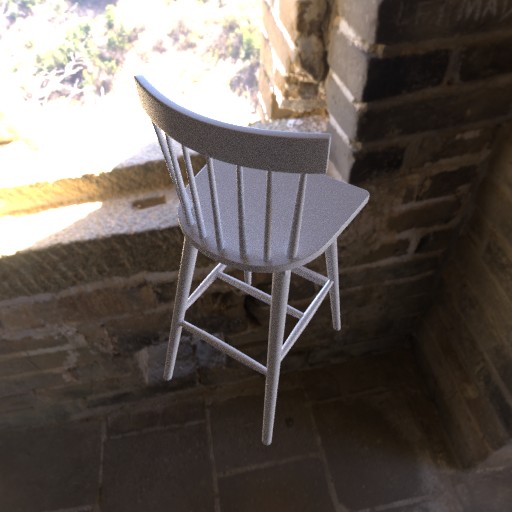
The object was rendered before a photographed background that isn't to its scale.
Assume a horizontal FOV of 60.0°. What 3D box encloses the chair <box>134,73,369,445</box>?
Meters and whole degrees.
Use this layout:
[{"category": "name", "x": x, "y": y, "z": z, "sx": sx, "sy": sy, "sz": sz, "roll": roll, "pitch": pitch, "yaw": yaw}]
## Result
[{"category": "chair", "x": 0.000, "y": 0.000, "z": 1.340, "sx": 0.483, "sy": 1.092, "sz": 0.572, "roll": 25, "pitch": 51, "yaw": 22}]
